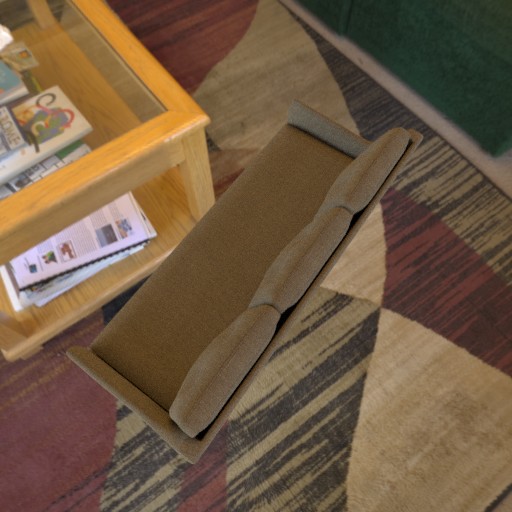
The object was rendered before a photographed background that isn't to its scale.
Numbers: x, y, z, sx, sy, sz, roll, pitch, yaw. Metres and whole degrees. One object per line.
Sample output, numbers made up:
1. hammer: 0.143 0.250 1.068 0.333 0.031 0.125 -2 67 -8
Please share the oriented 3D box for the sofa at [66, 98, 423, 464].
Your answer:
1. sofa: 0.000 0.000 2.505 0.849 0.837 2.060 33 69 14
